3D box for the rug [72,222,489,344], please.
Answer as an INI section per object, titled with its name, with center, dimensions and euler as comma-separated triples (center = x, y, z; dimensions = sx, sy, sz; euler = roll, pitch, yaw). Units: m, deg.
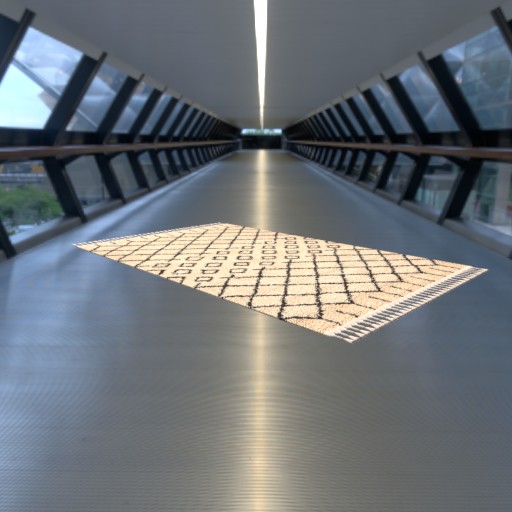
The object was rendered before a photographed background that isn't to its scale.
[rug]
center = 0.000, 0.000, 2.430
dimensions = 1.196, 0.008, 2.006
euler = -13, 19, -43
